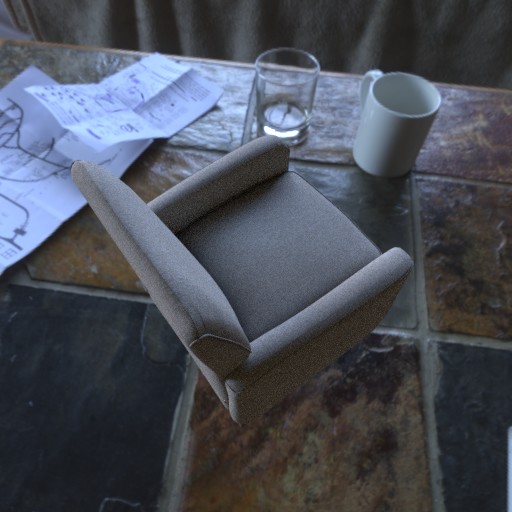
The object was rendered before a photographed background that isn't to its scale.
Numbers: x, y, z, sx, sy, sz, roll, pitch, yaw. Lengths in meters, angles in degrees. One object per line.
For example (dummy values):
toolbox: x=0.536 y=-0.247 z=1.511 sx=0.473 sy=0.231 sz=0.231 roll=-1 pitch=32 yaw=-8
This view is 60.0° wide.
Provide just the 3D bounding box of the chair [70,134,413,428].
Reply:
chair: x=0.000 y=0.000 z=1.643 sx=0.864 sy=1.014 sz=0.848 roll=-32 pitch=63 yaw=-19
